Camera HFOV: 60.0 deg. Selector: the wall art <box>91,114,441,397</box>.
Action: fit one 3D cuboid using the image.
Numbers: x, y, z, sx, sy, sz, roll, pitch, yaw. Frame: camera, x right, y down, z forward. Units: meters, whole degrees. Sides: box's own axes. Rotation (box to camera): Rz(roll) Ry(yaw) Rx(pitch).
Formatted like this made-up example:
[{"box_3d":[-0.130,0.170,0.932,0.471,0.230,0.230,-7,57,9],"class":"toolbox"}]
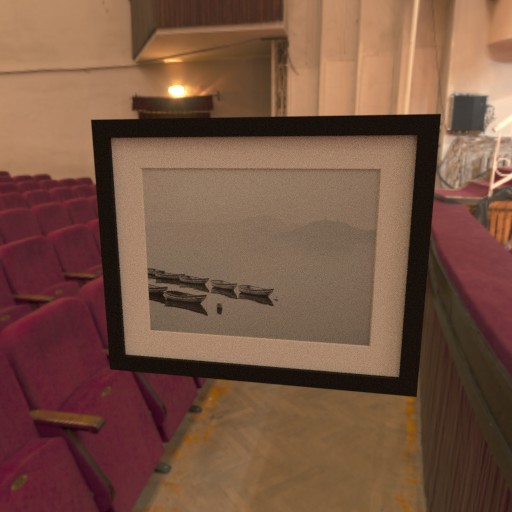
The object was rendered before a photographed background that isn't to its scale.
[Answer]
[{"box_3d":[0.000,0.000,0.545,0.397,0.325,0.028,2,13,10],"class":"wall art"}]
